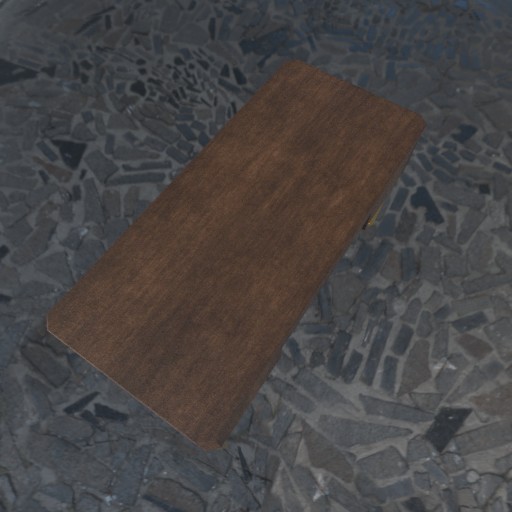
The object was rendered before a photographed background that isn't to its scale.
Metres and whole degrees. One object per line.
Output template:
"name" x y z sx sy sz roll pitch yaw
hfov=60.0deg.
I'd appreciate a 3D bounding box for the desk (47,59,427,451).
"desk" 0.000 0.000 1.921 0.684 0.762 1.479 31 67 15
